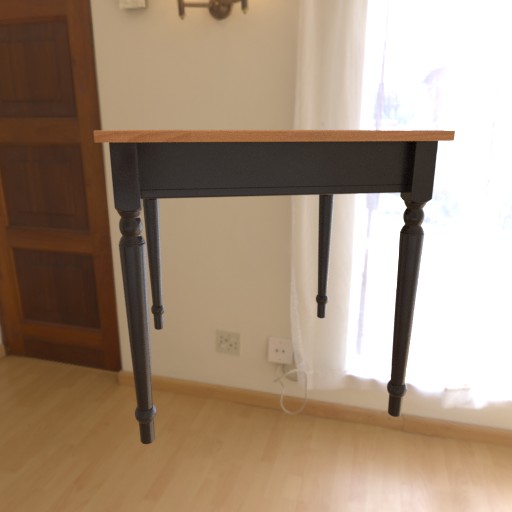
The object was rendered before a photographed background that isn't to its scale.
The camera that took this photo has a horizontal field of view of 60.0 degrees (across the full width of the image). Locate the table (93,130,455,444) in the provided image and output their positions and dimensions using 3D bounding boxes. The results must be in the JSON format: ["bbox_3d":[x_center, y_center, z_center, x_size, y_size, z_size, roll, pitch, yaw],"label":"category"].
[{"bbox_3d":[0.000,0.000,1.350,0.747,0.738,0.747,-3,16,-9],"label":"table"}]
